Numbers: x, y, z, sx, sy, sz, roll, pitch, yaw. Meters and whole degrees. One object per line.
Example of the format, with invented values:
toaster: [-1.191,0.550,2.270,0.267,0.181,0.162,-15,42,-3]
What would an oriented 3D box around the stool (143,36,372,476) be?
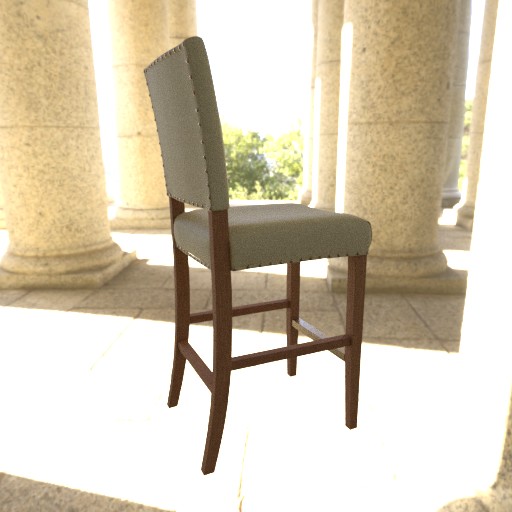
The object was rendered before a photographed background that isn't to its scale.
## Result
stool: [0.000,0.000,1.431,0.584,1.168,0.445,-7,15,-25]
